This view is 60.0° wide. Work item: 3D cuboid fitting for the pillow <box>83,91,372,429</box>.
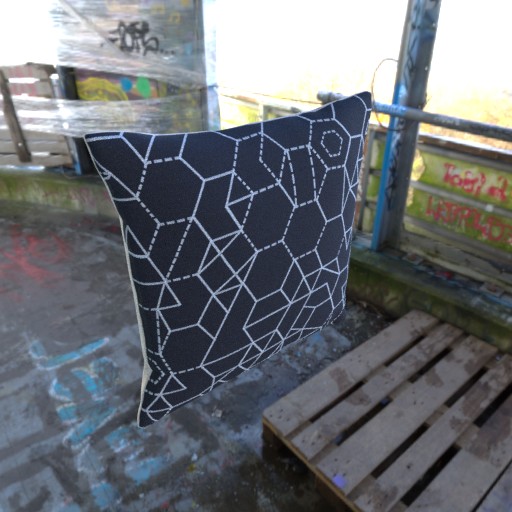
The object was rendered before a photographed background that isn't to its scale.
[{"bbox_3d":[0.000,0.000,0.782,0.517,0.508,0.158,-21,36,-32],"label":"pillow"}]
